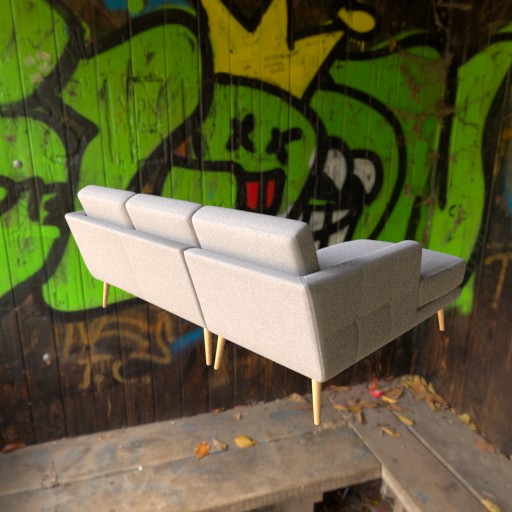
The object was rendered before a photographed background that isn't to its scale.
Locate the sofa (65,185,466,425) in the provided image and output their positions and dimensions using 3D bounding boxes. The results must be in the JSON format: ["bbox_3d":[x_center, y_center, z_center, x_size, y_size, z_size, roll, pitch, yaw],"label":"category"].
[{"bbox_3d":[0.000,0.000,2.778,2.040,0.860,1.530,15,21,42],"label":"sofa"}]
